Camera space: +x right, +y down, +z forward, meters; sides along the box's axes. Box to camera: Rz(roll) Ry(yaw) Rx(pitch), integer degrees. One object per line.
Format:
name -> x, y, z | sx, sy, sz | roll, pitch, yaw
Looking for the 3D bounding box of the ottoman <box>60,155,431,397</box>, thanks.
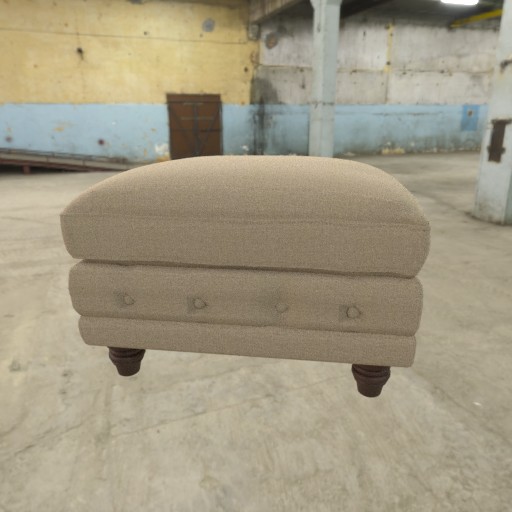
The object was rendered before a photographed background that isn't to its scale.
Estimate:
ottoman -> 0.000, 0.000, 1.060 | 0.684, 0.463, 0.541 | 2, 17, 8
